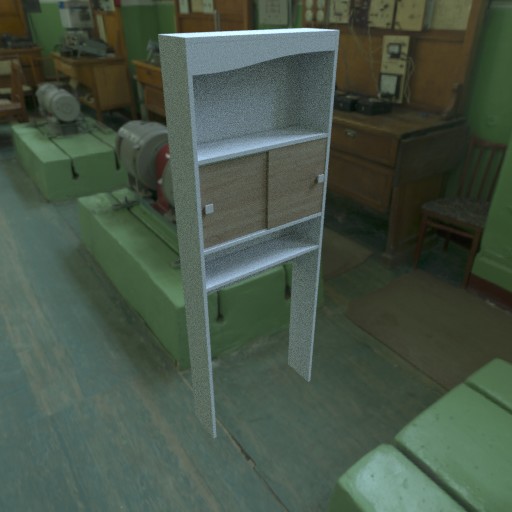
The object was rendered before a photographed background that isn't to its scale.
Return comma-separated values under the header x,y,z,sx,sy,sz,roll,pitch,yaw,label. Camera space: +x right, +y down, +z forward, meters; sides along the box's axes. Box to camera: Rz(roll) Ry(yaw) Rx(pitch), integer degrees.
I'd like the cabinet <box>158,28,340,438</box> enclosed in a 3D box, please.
x,y,z,sx,sy,sz,roll,pitch,yaw,label
0.000,0.000,1.961,0.643,1.770,0.192,-20,36,-31,cabinet
